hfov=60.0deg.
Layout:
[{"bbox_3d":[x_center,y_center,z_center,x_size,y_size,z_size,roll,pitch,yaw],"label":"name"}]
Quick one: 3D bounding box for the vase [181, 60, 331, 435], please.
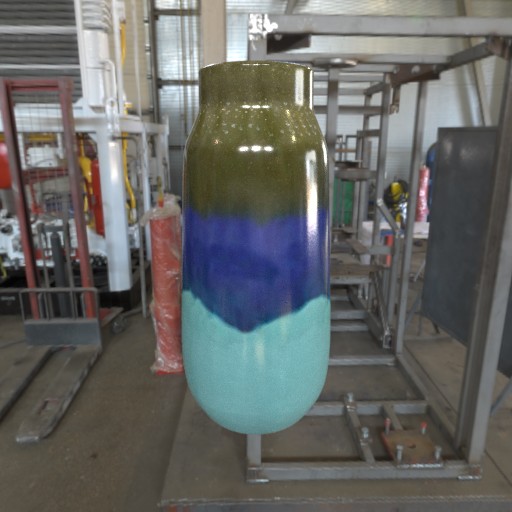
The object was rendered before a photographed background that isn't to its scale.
[{"bbox_3d":[0.000,0.000,0.399,0.139,0.313,0.139,0,15,0],"label":"vase"}]
